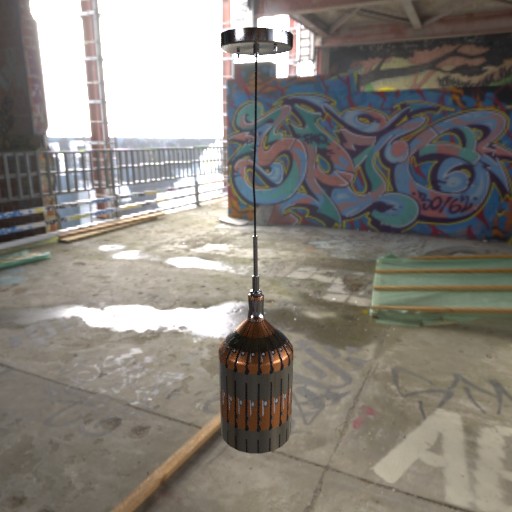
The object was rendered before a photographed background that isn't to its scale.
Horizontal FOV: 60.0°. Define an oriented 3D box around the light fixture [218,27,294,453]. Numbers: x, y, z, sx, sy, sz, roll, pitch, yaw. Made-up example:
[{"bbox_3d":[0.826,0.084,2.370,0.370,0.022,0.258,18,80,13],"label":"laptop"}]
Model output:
[{"bbox_3d":[0.000,0.000,1.693,0.303,1.535,0.303,0,15,0],"label":"light fixture"}]
